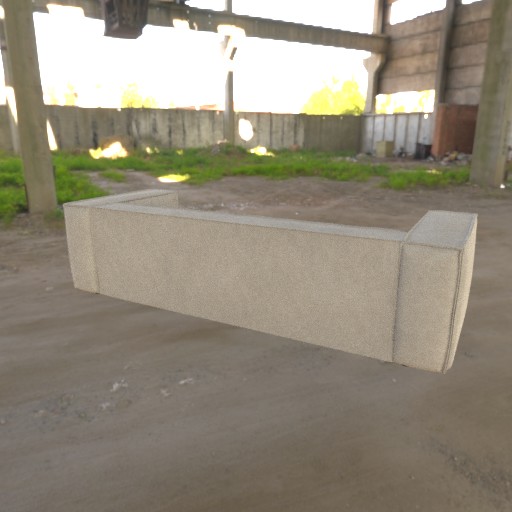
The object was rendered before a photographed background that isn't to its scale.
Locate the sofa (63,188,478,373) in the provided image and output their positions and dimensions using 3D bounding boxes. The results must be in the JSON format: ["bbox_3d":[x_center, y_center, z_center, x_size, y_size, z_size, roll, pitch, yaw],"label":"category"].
[{"bbox_3d":[0.000,0.000,3.074,2.697,0.680,1.038,8,18,27],"label":"sofa"}]
